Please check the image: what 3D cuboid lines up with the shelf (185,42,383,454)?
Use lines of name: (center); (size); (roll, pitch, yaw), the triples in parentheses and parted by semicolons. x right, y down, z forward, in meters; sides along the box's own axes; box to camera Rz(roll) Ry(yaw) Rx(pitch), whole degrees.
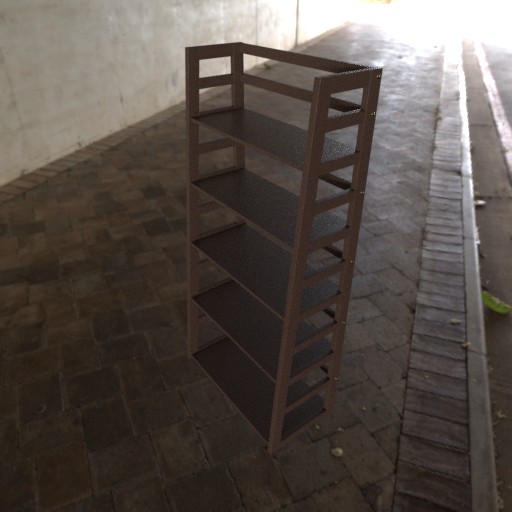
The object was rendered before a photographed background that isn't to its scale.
shelf: (0.000, 0.000, 1.942); (0.403, 1.600, 0.763); (-22, 39, -30)
